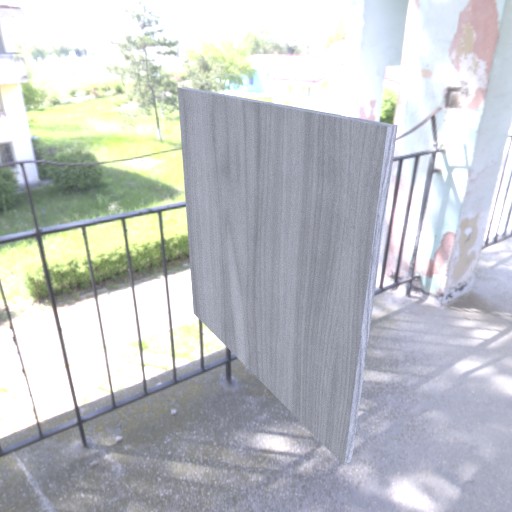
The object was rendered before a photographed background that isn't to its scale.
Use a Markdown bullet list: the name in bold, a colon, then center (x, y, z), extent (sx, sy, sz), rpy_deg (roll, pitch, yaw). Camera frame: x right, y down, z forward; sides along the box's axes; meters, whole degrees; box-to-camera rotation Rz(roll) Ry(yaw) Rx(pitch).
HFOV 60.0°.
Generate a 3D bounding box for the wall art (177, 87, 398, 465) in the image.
- **wall art**: center (0.000, 0.000, 0.762), extent (0.016, 0.507, 0.508), rpy_deg (-17, 31, -30)
